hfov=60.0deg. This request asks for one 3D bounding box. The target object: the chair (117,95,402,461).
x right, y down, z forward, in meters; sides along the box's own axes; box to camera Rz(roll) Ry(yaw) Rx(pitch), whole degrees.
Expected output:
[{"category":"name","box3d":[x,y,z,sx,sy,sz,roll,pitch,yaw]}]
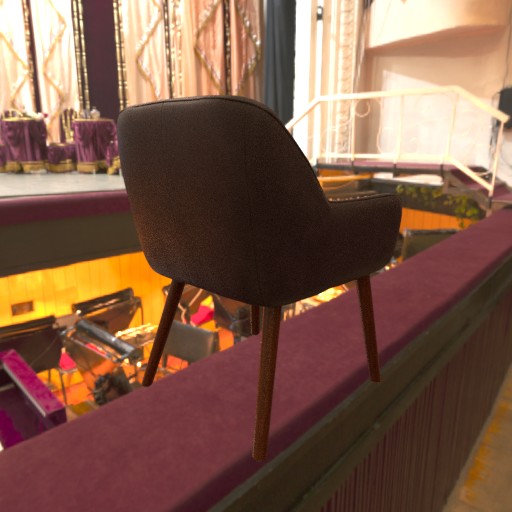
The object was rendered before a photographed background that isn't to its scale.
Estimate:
[{"category":"chair","box3d":[0.000,0.000,1.288,0.610,0.828,0.610,13,19,42]}]
